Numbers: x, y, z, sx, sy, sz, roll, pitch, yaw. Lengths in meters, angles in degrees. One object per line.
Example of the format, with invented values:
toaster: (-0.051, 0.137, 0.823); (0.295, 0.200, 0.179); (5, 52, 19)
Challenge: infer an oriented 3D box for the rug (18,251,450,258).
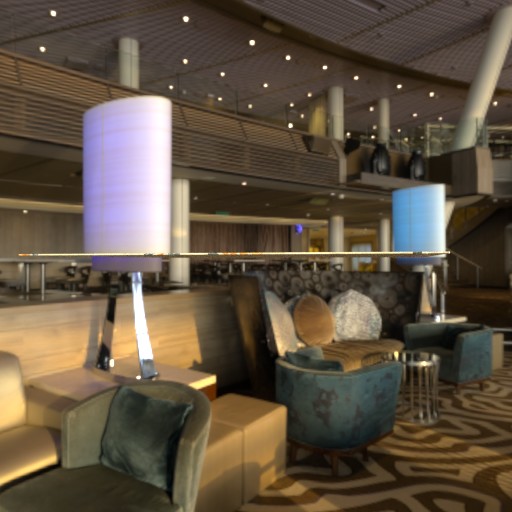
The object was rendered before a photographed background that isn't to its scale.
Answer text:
rug: (0.000, 0.000, 4.071); (3.048, 0.010, 2.439); (0, -1, 18)
